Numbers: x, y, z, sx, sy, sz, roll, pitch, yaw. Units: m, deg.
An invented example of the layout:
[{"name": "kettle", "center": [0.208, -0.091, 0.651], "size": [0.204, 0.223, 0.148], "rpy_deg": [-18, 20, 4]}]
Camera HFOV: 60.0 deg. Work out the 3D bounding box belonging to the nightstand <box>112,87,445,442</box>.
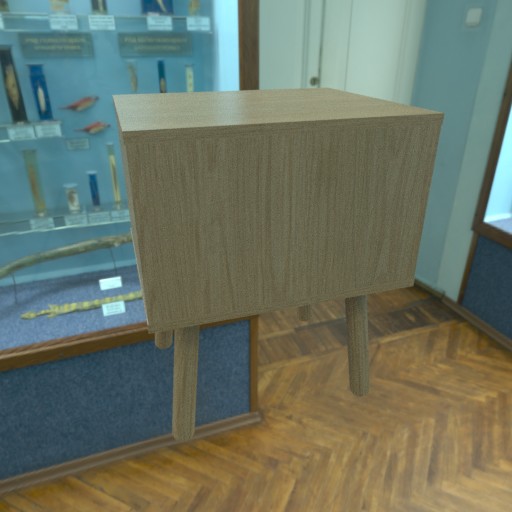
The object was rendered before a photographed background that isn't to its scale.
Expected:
[{"name": "nightstand", "center": [0.000, 0.000, 0.867], "size": [0.450, 0.571, 0.380], "rpy_deg": [-8, 27, -16]}]
